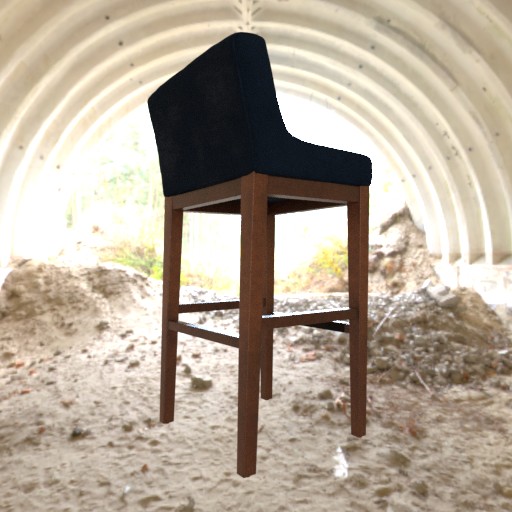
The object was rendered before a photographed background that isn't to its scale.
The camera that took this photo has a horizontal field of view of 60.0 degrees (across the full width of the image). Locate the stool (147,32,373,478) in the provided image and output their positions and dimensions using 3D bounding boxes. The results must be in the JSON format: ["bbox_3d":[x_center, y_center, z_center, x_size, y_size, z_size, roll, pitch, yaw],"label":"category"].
[{"bbox_3d":[0.000,0.000,1.326,0.500,1.037,0.511,1,-1,-37],"label":"stool"}]
